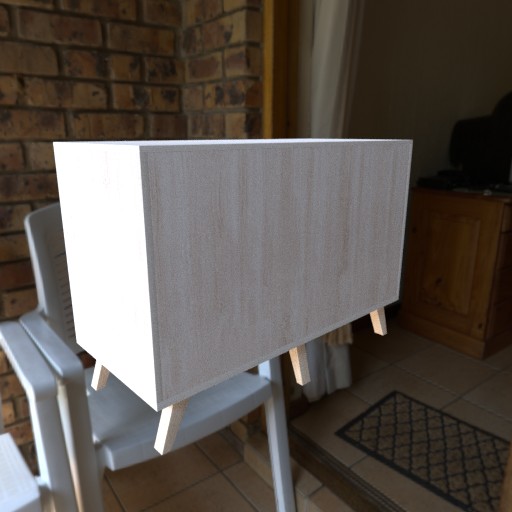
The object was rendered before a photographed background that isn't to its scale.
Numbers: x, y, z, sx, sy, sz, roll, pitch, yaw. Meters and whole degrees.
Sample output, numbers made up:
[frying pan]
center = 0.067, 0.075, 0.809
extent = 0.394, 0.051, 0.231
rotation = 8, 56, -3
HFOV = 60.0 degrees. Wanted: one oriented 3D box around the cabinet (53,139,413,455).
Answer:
[cabinet]
center = 0.000, 0.000, 1.551
extent = 1.110, 0.780, 0.500
rotation = -14, 21, -41
